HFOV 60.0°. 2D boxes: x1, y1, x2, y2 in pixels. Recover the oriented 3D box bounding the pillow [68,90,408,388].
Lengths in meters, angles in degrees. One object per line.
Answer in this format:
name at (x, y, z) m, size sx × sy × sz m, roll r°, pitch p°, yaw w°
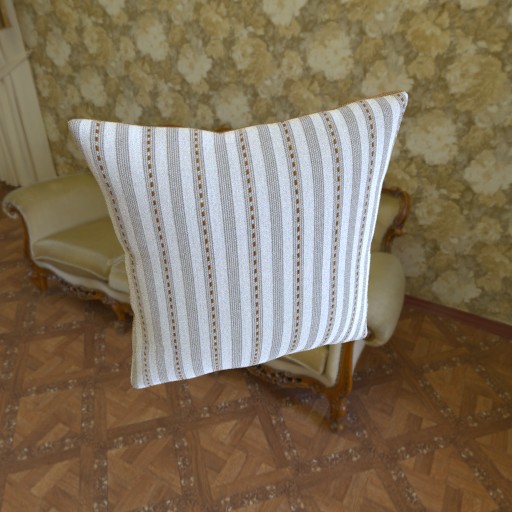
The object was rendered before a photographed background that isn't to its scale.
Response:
pillow at (0.000, 0.000, 0.651) m, size 0.432 × 0.437 × 0.147 m, roll -10°, pitch 33°, yaw -15°
